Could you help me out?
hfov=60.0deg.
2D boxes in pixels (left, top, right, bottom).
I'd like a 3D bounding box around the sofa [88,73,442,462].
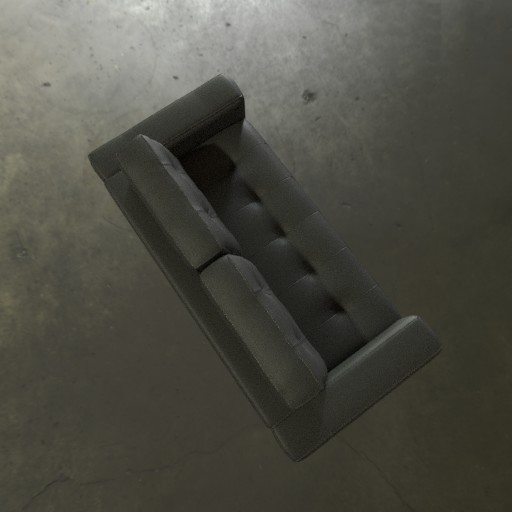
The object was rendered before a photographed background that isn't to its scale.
[{"bbox_3d":[0.000,0.000,2.203,0.833,0.893,1.726,-35,78,-8],"label":"sofa"}]
